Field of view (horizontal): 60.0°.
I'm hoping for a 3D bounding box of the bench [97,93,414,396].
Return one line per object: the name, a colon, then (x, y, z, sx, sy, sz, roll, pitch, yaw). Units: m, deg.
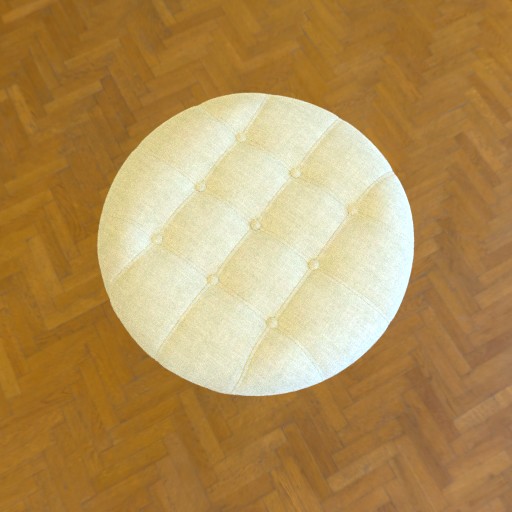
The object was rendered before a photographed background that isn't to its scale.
bench: (0.000, 0.000, 1.008, 0.600, 0.453, 0.600, 0, 74, 0)
